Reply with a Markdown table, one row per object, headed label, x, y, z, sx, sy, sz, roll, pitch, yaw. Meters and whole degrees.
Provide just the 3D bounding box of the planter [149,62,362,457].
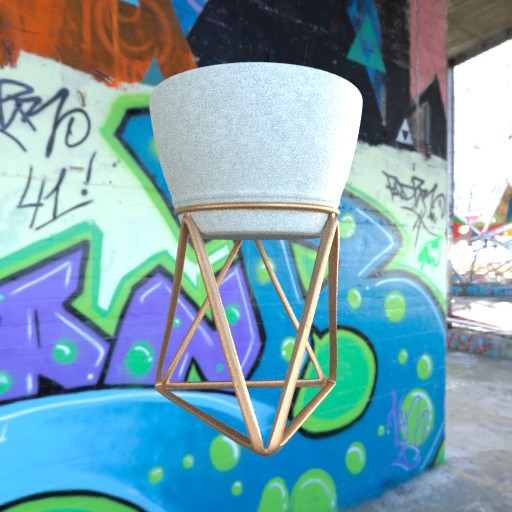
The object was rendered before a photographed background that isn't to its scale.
| label | x | y | z | sx | sy | sz | roll | pitch | yaw |
| --- | --- | --- | --- | --- | --- | --- | --- | --- | --- |
| planter | 0.000 | 0.000 | 0.748 | 0.350 | 0.504 | 0.350 | 0 | 0 | -36 |
